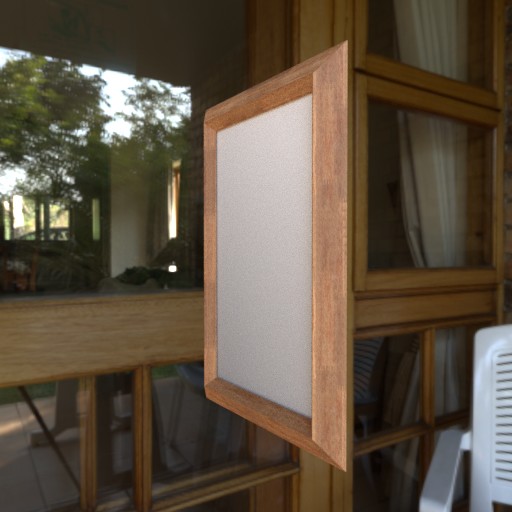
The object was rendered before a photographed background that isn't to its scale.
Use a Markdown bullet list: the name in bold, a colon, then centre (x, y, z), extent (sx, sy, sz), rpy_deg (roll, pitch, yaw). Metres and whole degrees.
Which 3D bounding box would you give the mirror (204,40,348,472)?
- **mirror**: centre (0.000, 0.000, 1.283), extent (0.047, 1.010, 0.651), rpy_deg (-1, 1, -36)
